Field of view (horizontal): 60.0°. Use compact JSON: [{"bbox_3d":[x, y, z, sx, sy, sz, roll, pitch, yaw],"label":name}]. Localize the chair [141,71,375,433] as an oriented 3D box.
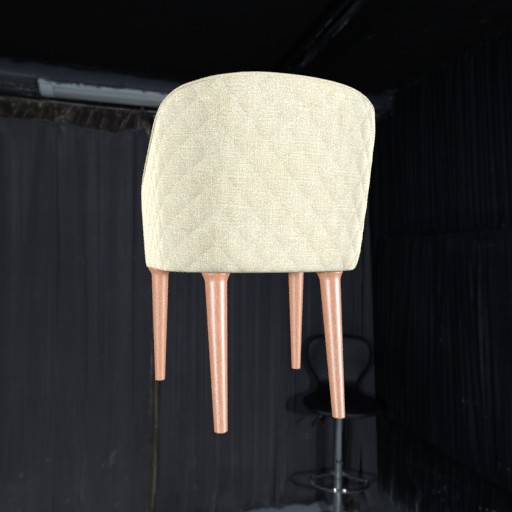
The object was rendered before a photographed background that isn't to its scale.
[{"bbox_3d":[0.000,0.000,1.220,0.584,0.775,0.616,0,0,-18],"label":"chair"}]
